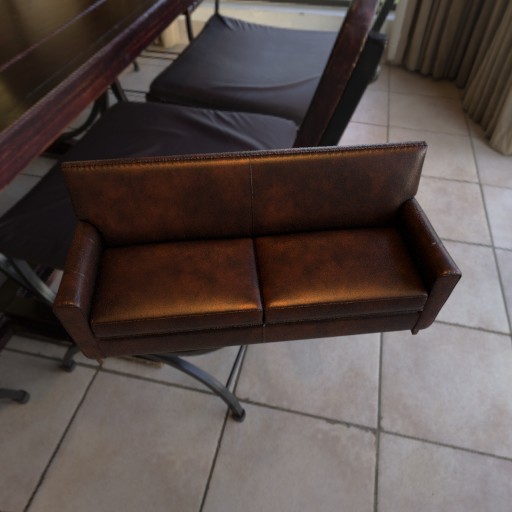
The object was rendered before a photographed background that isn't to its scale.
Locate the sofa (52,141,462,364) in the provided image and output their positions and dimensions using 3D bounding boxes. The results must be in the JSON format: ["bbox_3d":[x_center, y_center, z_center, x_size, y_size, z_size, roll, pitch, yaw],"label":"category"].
[{"bbox_3d":[0.000,0.000,2.468,1.995,0.871,0.786,-4,47,-4],"label":"sofa"}]
